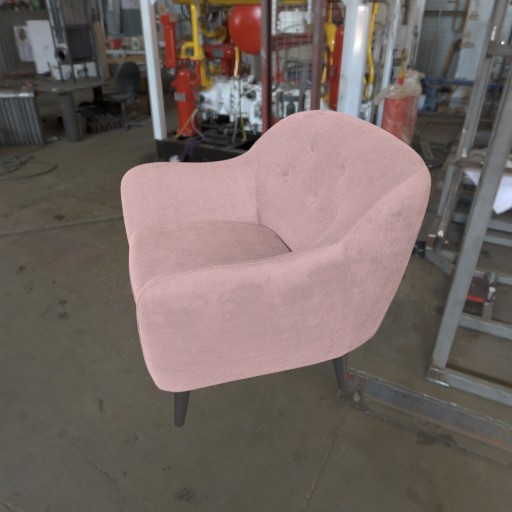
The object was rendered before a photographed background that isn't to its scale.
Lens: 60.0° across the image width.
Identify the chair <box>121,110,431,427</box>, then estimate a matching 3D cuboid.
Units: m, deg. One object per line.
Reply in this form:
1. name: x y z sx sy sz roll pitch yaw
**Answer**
1. chair: 0.000 0.000 1.478 0.820 0.820 0.840 -9 31 -15
